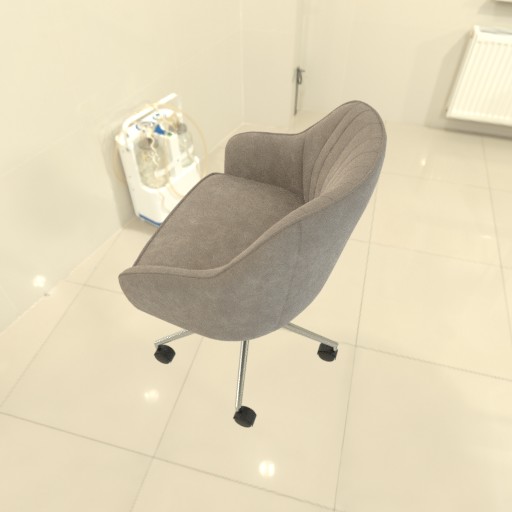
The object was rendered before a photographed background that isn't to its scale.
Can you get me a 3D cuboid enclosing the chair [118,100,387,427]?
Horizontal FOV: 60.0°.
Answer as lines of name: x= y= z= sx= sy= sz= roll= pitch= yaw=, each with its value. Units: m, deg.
chair: x=0.000 y=0.000 z=1.268 sx=0.573 sy=0.831 sz=0.635 roll=16 pitch=49 yaw=15
